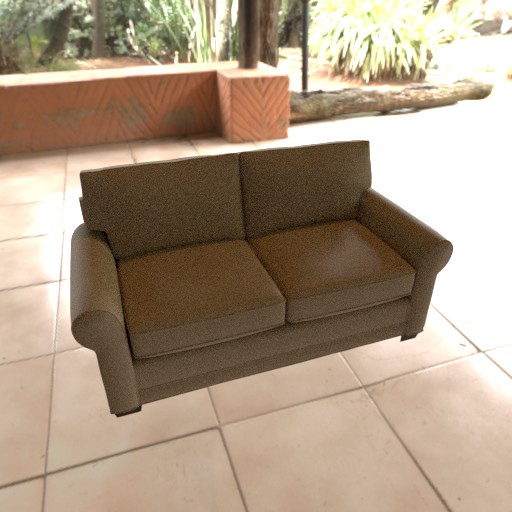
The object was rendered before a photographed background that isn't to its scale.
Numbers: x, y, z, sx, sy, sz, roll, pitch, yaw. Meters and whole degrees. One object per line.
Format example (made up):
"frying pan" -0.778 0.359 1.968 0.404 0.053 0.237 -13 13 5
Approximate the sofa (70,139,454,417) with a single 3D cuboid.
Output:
"sofa" 0.000 0.000 2.289 1.774 0.933 0.861 -10 33 -17
